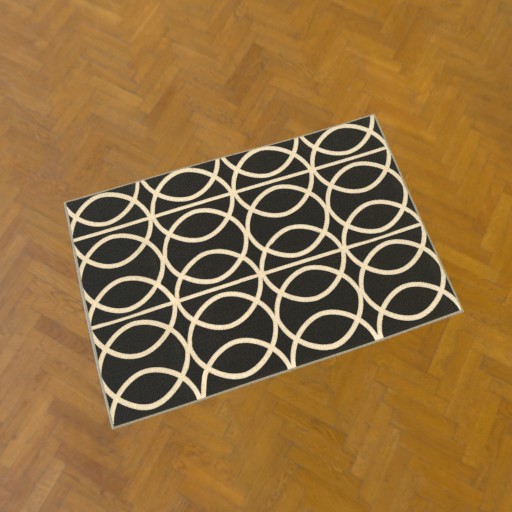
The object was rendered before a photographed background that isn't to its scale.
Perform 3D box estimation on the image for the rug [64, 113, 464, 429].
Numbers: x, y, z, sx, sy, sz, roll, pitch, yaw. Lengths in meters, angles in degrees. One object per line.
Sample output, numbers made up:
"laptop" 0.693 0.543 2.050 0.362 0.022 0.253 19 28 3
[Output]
"rug" 0.000 0.000 2.916 2.294 0.014 1.528 -17 75 -5
